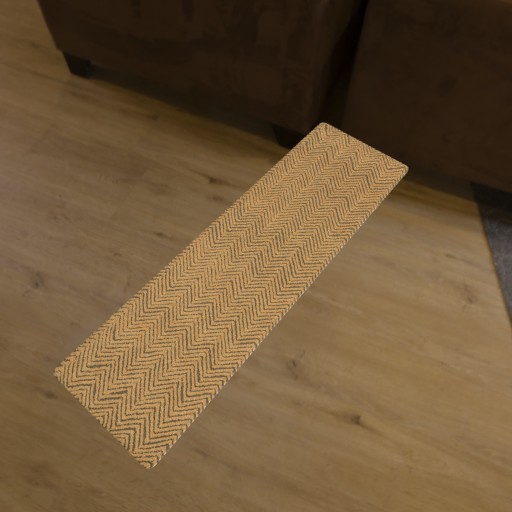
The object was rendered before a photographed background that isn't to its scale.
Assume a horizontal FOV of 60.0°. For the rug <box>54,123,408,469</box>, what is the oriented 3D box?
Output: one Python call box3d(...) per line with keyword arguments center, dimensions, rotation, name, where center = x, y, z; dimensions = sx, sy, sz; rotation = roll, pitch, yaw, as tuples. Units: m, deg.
box3d(center=(0.000, 0.000, 2.495), dimensions=(0.686, 0.008, 2.286), rotation=(35, 64, 20), name="rug")
